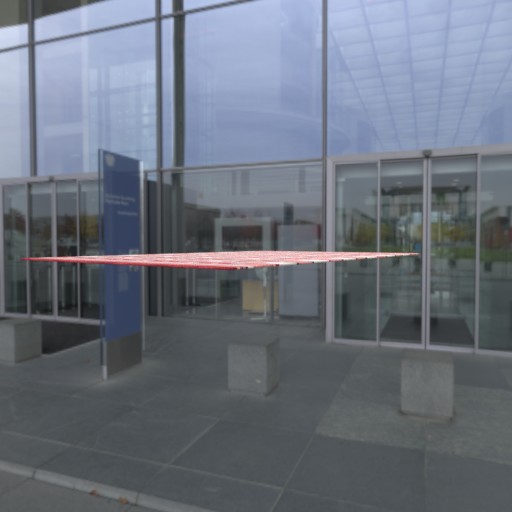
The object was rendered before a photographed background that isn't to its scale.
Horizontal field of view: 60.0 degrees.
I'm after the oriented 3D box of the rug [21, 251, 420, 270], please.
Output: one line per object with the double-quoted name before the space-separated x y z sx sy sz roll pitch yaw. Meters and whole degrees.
"rug" 0.000 0.000 3.038 1.535 0.010 2.431 1 2 36
